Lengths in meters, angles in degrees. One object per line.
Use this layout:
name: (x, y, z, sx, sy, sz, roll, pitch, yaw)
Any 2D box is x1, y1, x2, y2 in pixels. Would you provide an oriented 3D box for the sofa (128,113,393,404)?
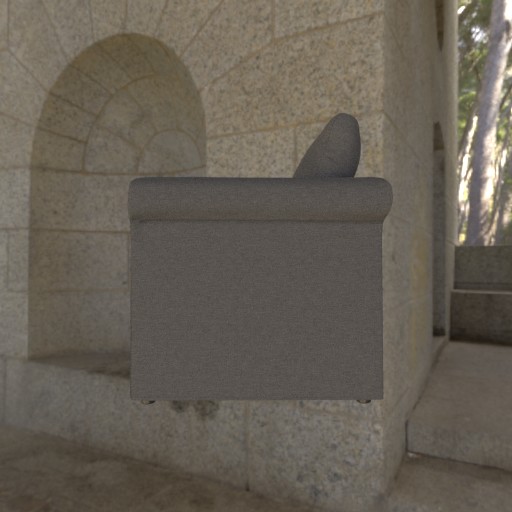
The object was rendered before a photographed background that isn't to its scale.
sofa: (0.000, 0.000, 1.946, 0.741, 0.872, 1.460, 0, -1, -1)
